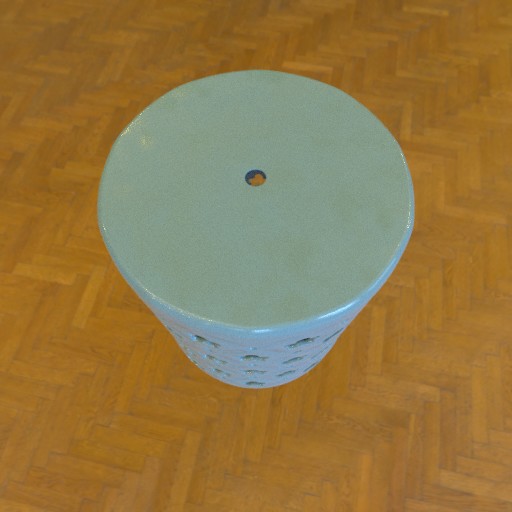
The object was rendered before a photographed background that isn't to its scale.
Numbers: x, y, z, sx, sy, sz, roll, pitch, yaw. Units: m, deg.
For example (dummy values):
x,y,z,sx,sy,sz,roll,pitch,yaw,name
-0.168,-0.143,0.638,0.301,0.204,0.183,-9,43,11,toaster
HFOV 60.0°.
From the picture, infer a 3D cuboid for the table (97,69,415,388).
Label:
x,y,z,sx,sy,sz,roll,pitch,yaw,name
0.000,0.000,0.656,0.352,0.387,0.352,0,64,0,table
